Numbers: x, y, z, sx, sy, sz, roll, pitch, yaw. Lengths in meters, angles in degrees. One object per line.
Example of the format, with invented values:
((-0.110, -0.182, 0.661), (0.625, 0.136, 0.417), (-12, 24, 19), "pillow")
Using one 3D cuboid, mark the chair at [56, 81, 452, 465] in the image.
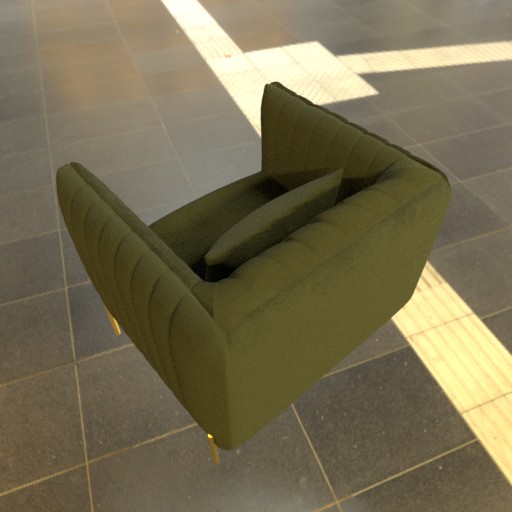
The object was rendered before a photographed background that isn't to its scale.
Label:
((0.000, 0.000, 1.641), (1.032, 0.794, 0.877), (-32, 54, -27), "chair")
